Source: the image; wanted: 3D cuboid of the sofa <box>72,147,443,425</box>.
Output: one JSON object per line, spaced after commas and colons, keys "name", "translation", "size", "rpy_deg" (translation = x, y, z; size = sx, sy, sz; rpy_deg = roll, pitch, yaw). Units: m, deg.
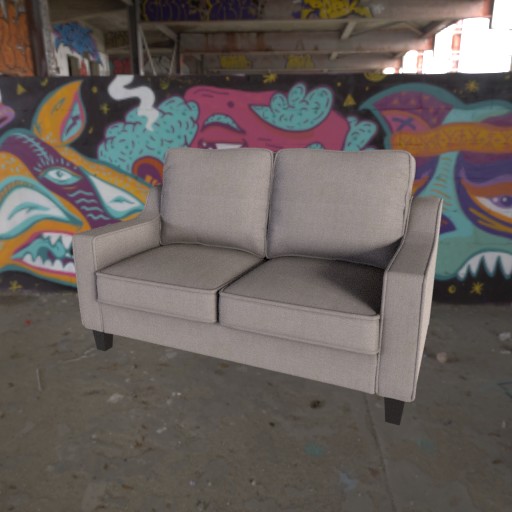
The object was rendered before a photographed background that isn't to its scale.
{"name": "sofa", "translation": [0.000, 0.000, 2.020], "size": [1.500, 0.948, 0.791], "rpy_deg": [7, 17, 24]}
